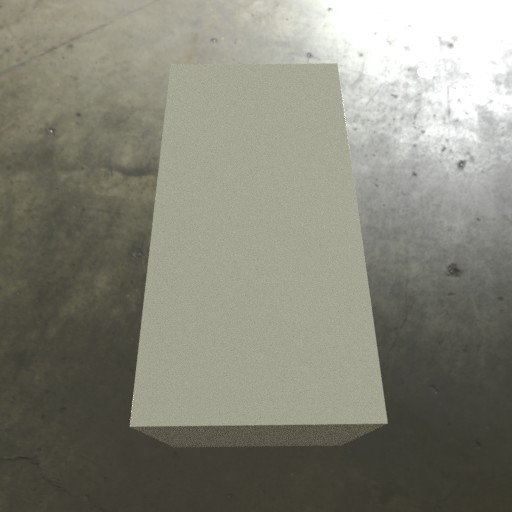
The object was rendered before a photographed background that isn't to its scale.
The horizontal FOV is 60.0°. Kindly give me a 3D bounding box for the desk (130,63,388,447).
[{"bbox_3d":[0.000,0.000,1.834,0.690,0.740,1.400,-1,63,0],"label":"desk"}]
